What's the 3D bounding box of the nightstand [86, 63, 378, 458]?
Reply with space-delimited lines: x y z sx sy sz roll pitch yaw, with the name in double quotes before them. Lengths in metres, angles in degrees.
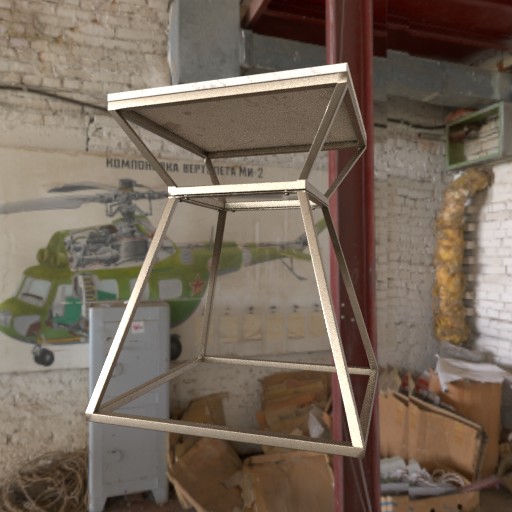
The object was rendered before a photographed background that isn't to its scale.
"nightstand" 0.000 0.000 0.889 0.455 0.554 0.455 0 0 18
